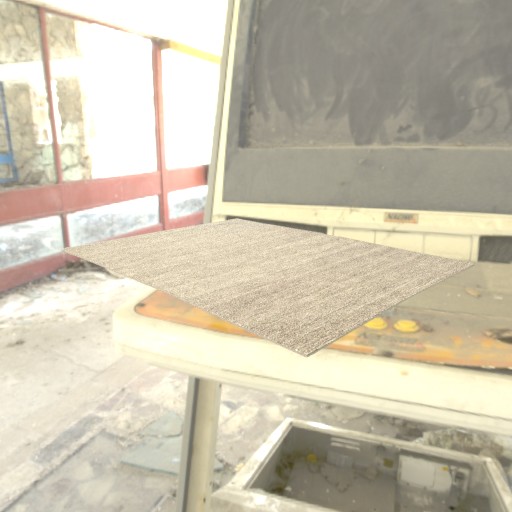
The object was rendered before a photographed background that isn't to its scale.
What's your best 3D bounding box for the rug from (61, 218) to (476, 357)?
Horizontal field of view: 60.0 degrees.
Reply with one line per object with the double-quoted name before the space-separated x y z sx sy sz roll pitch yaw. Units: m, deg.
"rug" 0.000 0.000 4.238 2.434 0.045 3.202 -15 21 -43
